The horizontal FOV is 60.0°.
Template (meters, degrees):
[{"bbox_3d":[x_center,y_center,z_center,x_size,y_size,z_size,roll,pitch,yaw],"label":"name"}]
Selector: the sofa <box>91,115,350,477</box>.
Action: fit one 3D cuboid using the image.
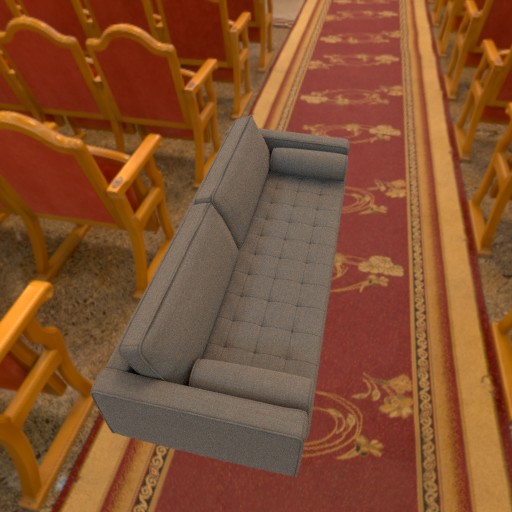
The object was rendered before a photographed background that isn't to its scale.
[{"bbox_3d":[0.000,0.000,2.612,0.914,0.762,2.198,9,47,9],"label":"sofa"}]
